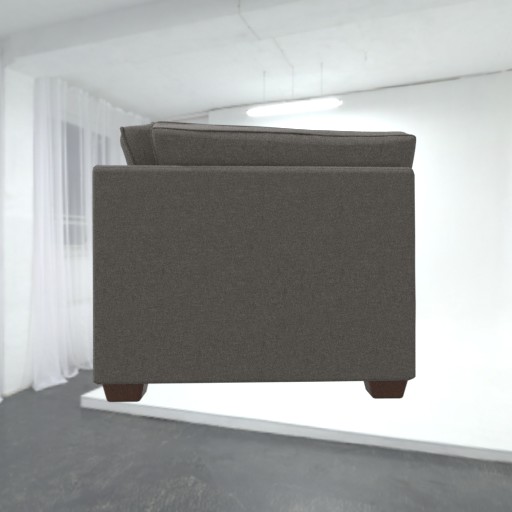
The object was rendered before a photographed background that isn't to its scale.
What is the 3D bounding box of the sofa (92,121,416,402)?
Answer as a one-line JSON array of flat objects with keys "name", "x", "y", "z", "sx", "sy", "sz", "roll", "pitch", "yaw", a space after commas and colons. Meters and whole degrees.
[{"name": "sofa", "x": 0.000, "y": 0.000, "z": 1.906, "sx": 1.050, "sy": 0.951, "sz": 1.042, "roll": 0, "pitch": 0, "yaw": -1}]
